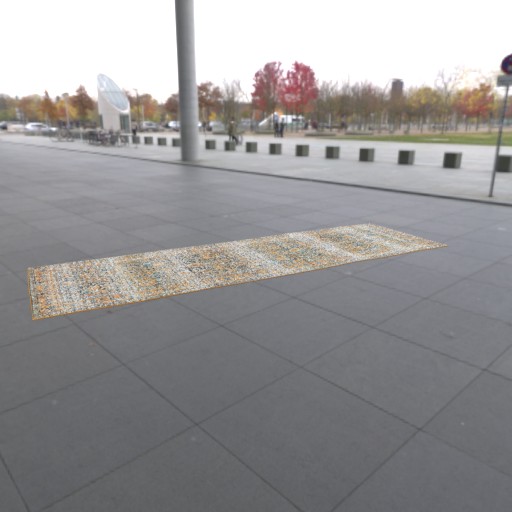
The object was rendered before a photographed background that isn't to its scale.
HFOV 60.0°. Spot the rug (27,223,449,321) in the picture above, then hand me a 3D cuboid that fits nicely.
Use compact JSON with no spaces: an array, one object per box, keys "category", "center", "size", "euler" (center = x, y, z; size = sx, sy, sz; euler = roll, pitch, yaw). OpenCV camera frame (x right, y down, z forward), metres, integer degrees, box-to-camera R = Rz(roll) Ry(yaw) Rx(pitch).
[{"category":"rug","center":[0.000,0.000,2.491],"size":[2.294,0.014,0.704],"euler":[-9,19,-26]}]
